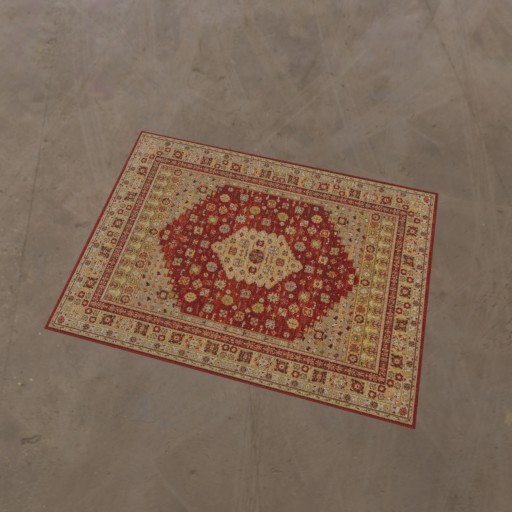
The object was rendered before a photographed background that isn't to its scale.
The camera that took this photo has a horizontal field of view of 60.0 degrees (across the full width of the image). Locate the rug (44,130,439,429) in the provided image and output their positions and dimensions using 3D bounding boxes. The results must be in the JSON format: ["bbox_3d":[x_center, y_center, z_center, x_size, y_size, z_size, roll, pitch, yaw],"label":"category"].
[{"bbox_3d":[0.000,0.000,2.876,2.211,0.013,1.593,13,64,7],"label":"rug"}]
